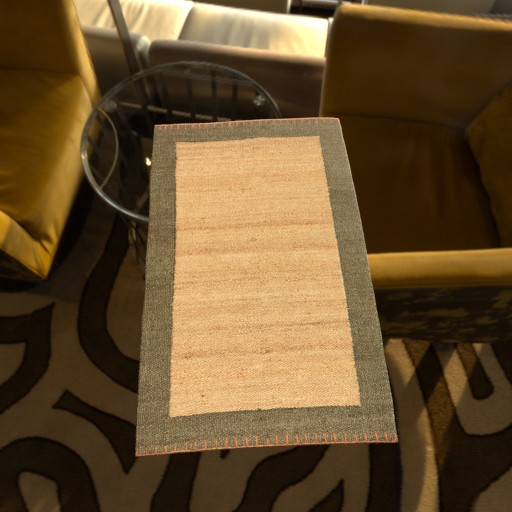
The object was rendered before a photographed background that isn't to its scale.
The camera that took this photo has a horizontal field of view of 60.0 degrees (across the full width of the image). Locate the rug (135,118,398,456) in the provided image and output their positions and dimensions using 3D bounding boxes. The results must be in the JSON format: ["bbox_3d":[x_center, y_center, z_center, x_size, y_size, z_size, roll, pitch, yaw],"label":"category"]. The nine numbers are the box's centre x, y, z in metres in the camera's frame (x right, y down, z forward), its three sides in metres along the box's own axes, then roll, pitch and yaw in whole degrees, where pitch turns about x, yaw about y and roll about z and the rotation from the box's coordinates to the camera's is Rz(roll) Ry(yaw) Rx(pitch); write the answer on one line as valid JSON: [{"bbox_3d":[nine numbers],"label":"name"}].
[{"bbox_3d":[0.000,0.000,3.034,1.521,0.006,2.435,-3,64,-1],"label":"rug"}]
